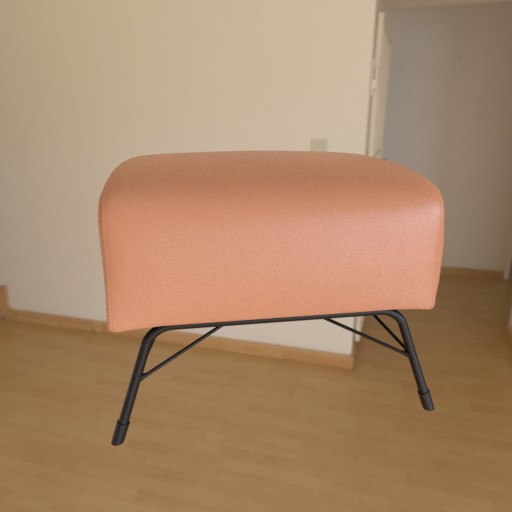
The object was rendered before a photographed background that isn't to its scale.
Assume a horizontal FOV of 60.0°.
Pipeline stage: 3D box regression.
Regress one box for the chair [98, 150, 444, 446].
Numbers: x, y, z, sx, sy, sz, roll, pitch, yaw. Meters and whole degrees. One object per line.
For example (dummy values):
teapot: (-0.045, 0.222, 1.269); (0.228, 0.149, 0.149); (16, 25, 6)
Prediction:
chair: (0.000, 0.000, 0.895); (0.530, 0.410, 0.530); (-3, 17, -9)
